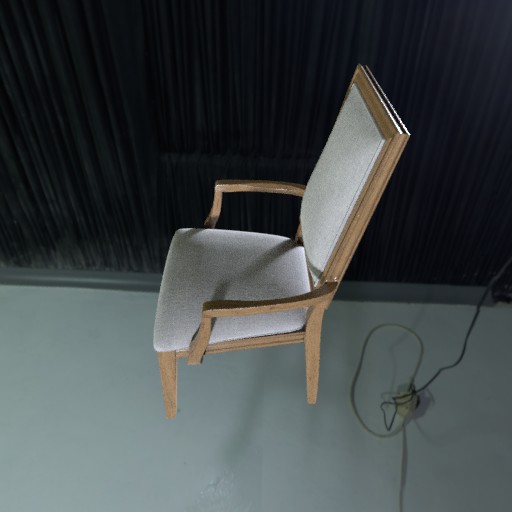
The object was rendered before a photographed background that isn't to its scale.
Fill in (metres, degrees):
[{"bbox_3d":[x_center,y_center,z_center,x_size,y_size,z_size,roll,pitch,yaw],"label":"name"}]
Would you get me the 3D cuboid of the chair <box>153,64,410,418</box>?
[{"bbox_3d":[0.000,0.000,1.344,0.602,0.990,0.606,0,41,-1],"label":"chair"}]
